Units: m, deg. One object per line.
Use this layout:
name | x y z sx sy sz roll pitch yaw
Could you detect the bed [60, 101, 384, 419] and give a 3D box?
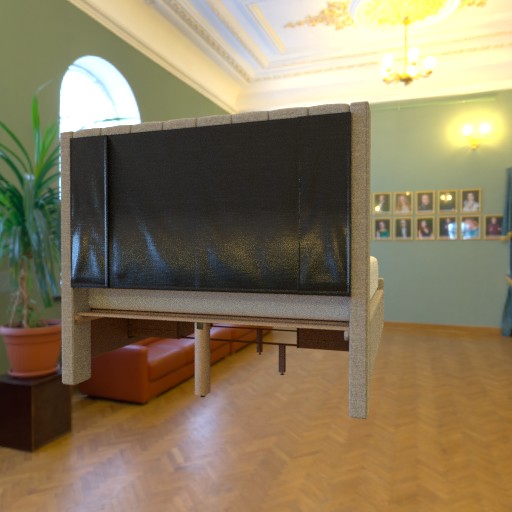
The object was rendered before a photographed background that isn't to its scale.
bed | 0.000 0.000 3.822 2.044 1.748 2.372 0 1 18
